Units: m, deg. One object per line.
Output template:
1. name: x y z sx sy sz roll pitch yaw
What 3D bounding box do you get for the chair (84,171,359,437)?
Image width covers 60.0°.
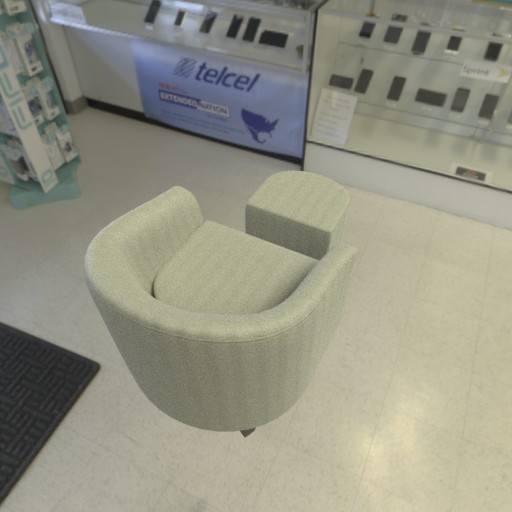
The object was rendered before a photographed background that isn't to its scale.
1. chair: 0.000 0.000 1.727 0.756 0.757 1.288 21 50 19
